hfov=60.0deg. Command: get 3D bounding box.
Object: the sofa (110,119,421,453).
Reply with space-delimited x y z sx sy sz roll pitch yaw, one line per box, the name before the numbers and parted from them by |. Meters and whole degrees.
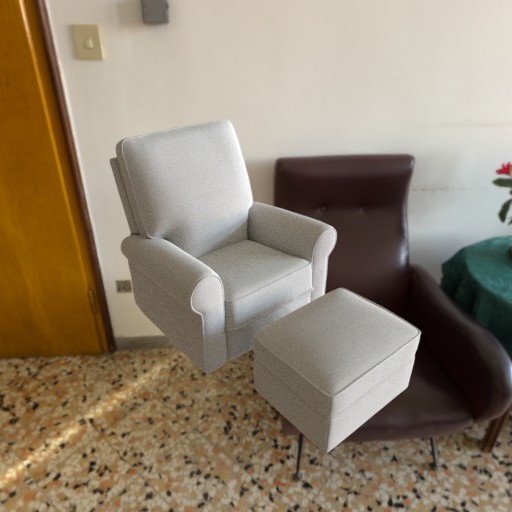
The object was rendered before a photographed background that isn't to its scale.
sofa | 0.000 0.000 2.058 0.880 0.959 1.478 -22 37 -34
